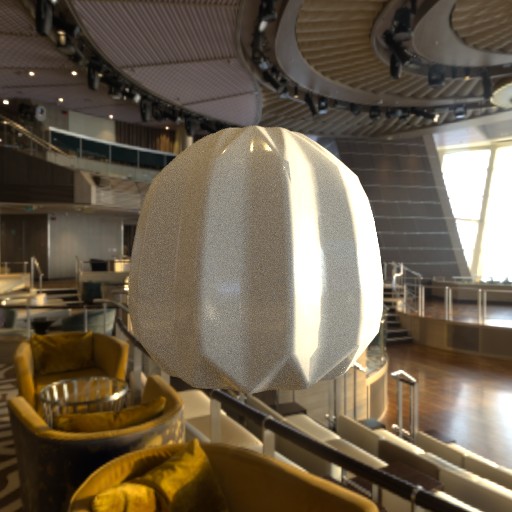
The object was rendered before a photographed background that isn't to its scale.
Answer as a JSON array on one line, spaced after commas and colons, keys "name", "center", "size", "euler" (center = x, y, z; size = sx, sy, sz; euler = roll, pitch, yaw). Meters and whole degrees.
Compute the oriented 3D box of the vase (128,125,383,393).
[{"name": "vase", "center": [0.000, 0.000, 0.252], "size": [0.139, 0.134, 0.139], "euler": [0, 1, 0]}]
